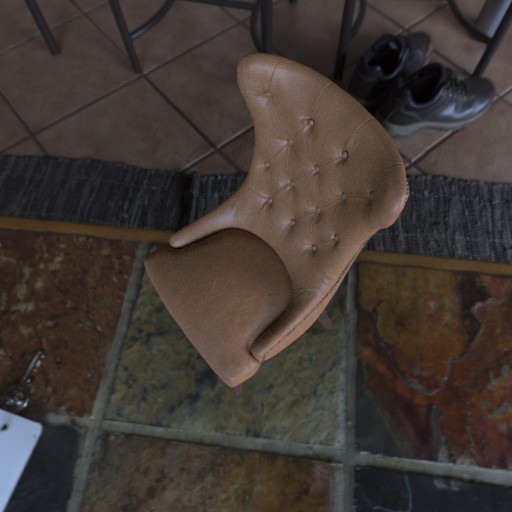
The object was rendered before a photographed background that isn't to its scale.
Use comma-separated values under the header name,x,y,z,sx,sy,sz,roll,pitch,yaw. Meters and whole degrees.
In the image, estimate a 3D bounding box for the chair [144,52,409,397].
name,x,y,z,sx,sy,sz,roll,pitch,yaw
chair,0.000,0.000,1.505,0.669,1.065,0.611,-34,68,-16
